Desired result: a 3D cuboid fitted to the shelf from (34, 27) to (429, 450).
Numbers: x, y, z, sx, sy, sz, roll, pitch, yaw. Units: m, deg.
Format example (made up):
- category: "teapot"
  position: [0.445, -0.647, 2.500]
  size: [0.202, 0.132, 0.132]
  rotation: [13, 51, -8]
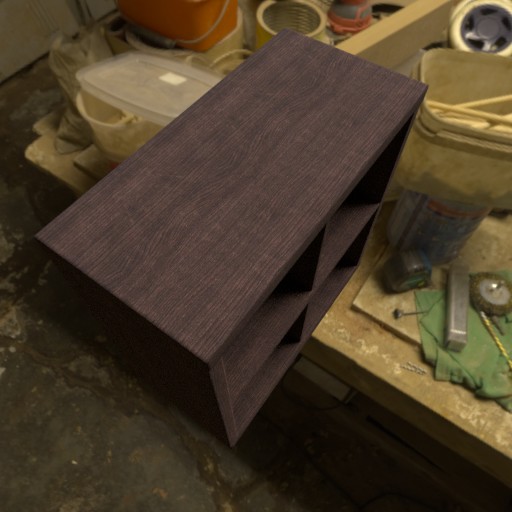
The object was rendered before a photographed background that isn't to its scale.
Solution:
- category: "shelf"
  position: [0.000, 0.000, 1.219]
  size: [0.390, 0.786, 0.790]
  rotation: [31, 63, 18]
